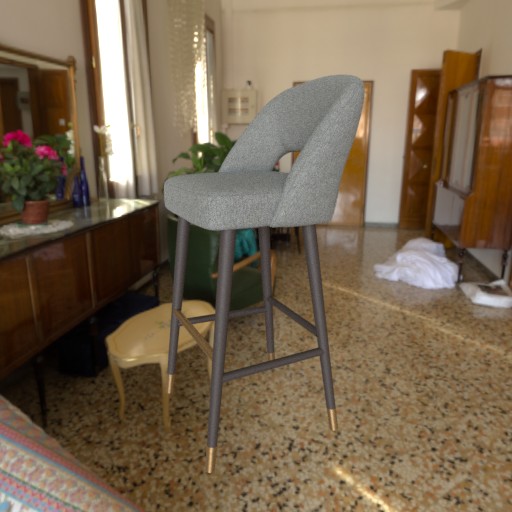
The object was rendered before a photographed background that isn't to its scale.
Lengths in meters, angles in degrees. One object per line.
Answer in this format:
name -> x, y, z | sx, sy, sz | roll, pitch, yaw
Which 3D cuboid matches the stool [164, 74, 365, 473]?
stool -> 0.000, 0.000, 1.406 | 0.524, 1.089, 0.536 | -7, 17, -25
